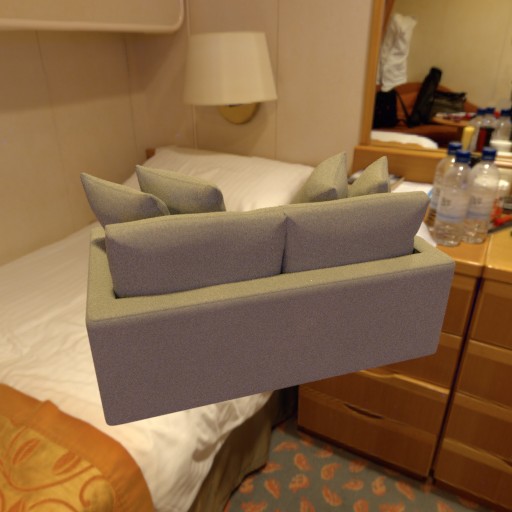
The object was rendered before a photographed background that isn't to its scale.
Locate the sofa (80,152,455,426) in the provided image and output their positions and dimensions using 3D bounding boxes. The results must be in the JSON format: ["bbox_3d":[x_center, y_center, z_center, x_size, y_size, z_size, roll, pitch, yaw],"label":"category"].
[{"bbox_3d":[0.000,0.000,2.644,1.869,1.080,1.228,-8,27,-16],"label":"sofa"}]
